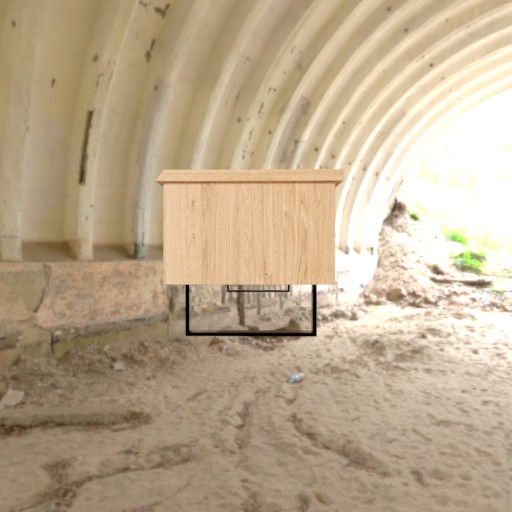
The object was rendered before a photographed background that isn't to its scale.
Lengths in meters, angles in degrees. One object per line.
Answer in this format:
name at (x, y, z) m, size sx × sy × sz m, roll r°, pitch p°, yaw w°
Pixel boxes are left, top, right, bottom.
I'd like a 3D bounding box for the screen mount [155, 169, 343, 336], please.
screen mount at (0.000, 0.000, 1.909) m, size 0.450 × 0.430 × 1.700 m, roll 0°, pitch 1°, yaw 1°
